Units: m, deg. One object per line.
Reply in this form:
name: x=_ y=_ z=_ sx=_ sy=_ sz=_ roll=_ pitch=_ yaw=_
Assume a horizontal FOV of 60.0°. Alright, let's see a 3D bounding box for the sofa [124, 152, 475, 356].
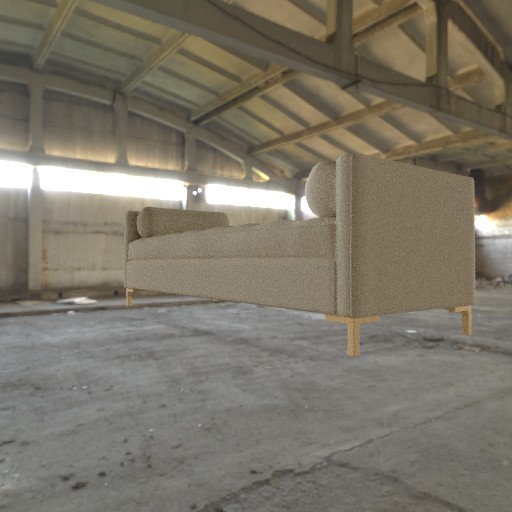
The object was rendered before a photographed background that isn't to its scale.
sofa: x=0.000 y=0.000 z=2.340 sx=0.746 sy=0.641 sz=1.985 roll=1 pitch=-1 yaw=-36
